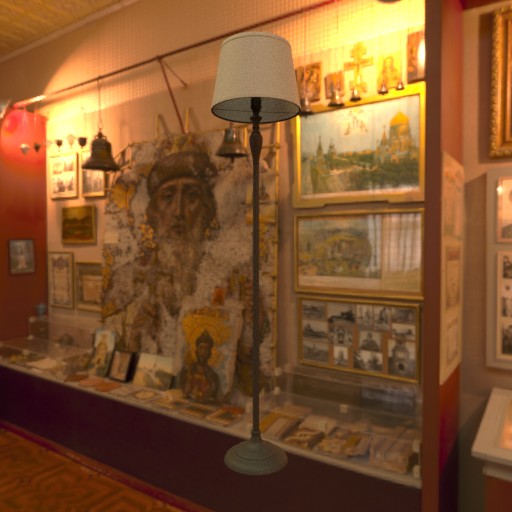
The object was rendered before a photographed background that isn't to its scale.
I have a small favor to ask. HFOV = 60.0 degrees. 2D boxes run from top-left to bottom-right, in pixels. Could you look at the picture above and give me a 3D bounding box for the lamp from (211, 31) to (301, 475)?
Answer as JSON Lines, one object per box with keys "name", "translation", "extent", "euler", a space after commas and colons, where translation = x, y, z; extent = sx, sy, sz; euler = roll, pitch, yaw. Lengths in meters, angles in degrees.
{"name": "lamp", "translation": [0.000, 0.000, 1.626], "extent": [0.327, 1.506, 0.327], "euler": [1, 2, 36]}
